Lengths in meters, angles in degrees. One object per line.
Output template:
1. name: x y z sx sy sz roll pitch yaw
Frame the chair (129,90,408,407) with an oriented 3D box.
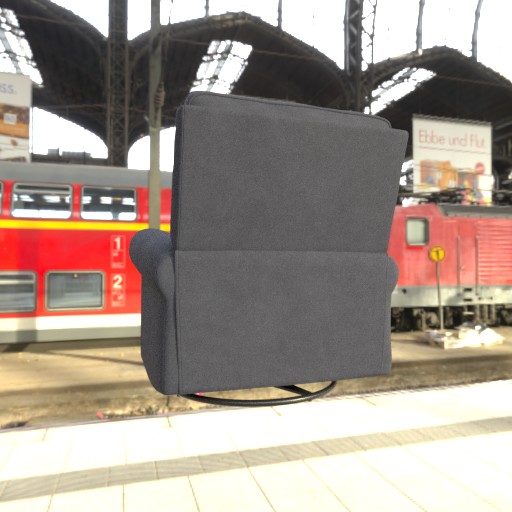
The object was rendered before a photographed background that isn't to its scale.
1. chair: 0.000 0.000 1.667 0.890 0.961 0.878 0 -1 -19
